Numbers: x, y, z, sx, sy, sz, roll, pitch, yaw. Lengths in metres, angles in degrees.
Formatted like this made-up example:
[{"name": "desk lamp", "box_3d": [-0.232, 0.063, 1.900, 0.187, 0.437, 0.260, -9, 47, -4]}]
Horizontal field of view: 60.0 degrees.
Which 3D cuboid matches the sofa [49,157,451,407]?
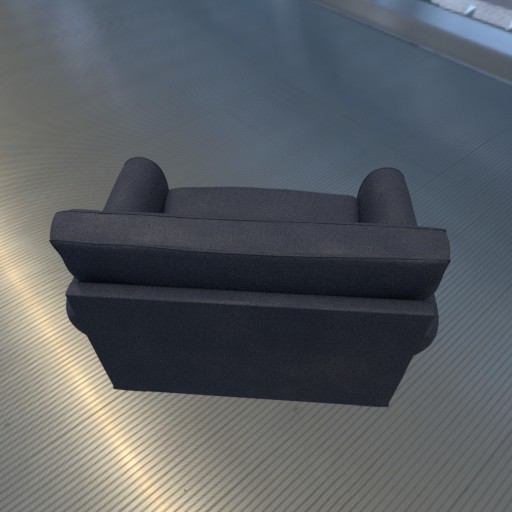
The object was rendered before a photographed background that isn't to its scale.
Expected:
[{"name": "sofa", "box_3d": [0.000, 0.000, 1.976, 1.405, 1.004, 0.938, 3, 48, 3]}]
